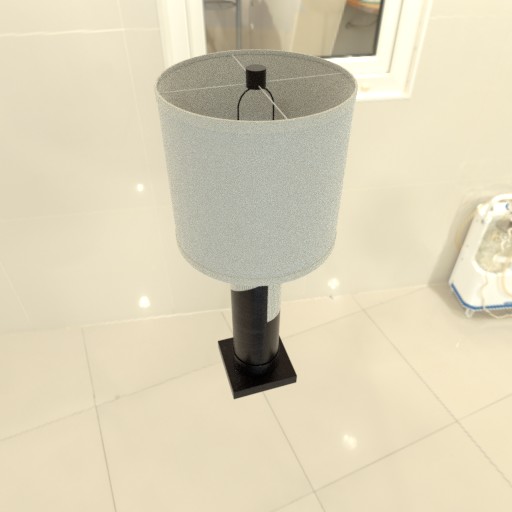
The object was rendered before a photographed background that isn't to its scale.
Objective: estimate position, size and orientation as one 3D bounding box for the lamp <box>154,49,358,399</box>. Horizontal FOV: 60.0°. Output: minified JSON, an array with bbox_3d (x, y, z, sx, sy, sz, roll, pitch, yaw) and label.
[{"bbox_3d":[0.000,0.000,0.620,0.211,0.509,0.211,-11,42,-13],"label":"lamp"}]
